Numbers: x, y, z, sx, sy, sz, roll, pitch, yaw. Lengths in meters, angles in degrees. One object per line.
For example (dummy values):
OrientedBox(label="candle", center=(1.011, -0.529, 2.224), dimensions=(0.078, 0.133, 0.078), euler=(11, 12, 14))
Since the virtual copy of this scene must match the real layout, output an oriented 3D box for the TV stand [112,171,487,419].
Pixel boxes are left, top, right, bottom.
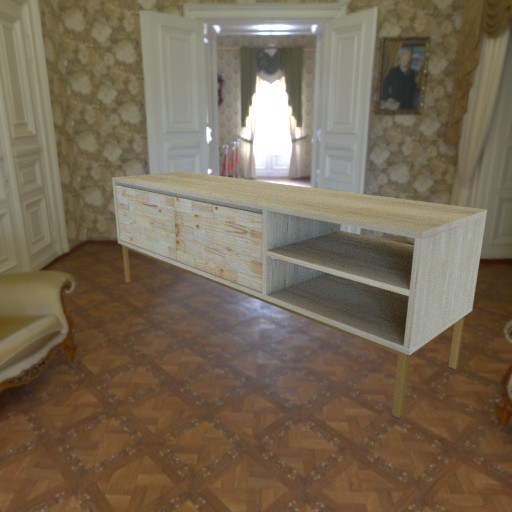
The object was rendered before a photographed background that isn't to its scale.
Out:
OrientedBox(label="TV stand", center=(0.000, 0.000, 1.845), dimensions=(0.420, 0.550, 1.600), euler=(-15, 22, -42))
